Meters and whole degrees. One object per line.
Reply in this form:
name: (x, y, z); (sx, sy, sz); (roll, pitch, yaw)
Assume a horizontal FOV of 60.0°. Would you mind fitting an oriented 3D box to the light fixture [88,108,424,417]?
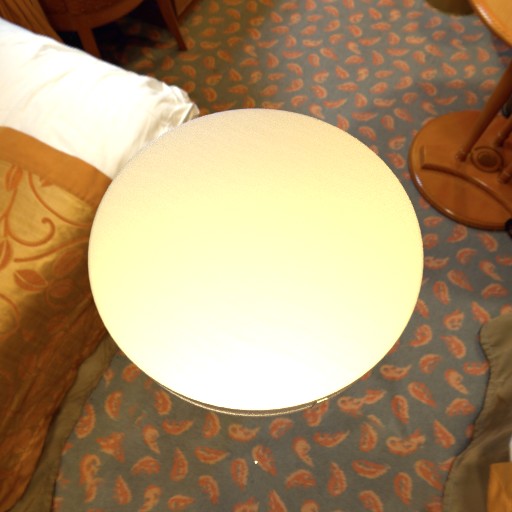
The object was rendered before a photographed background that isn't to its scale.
light fixture: (0.000, 0.000, 0.517); (0.356, 0.102, 0.356); (0, 65, 0)
